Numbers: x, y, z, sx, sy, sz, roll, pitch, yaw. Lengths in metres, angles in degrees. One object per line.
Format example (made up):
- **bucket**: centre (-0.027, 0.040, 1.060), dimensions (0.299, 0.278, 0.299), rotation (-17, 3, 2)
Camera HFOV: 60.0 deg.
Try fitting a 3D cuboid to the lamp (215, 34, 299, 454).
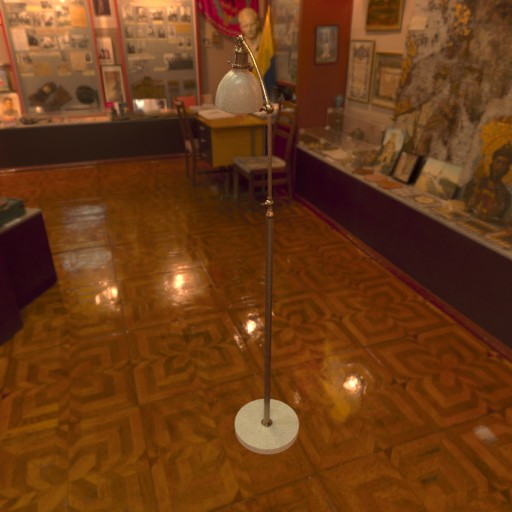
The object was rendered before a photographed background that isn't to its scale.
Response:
- **lamp**: centre (0.000, 0.000, 1.776), dimensions (0.288, 1.586, 0.599), rotation (-8, 28, -16)
